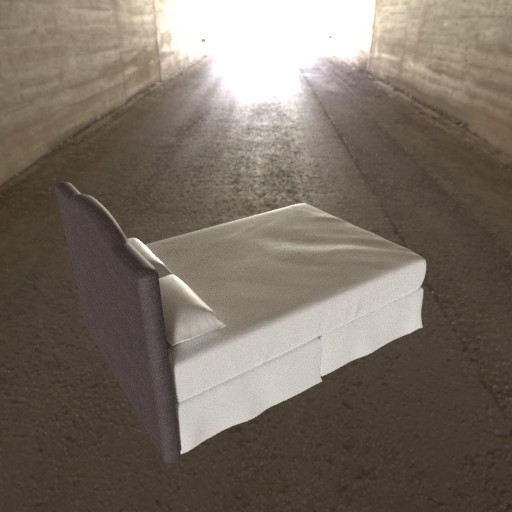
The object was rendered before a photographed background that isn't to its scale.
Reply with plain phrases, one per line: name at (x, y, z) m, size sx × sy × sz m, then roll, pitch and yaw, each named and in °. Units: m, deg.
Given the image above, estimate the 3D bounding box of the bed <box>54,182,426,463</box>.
bed at (0.000, 0.000, 3.602) m, size 2.507 × 1.441 × 1.741 m, roll -18°, pitch 33°, yaw -30°
